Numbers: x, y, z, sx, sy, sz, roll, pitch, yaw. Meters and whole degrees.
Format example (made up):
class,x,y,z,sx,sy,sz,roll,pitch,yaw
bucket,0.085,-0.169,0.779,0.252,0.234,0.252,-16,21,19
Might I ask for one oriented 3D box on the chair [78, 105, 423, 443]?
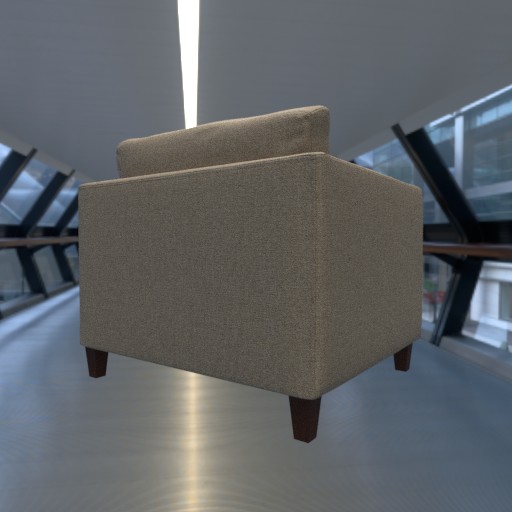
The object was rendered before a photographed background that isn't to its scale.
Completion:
class,x,y,z,sx,sy,sz,roll,pitch,yaw
chair,0.000,0.000,1.811,1.107,0.961,0.959,1,2,36
